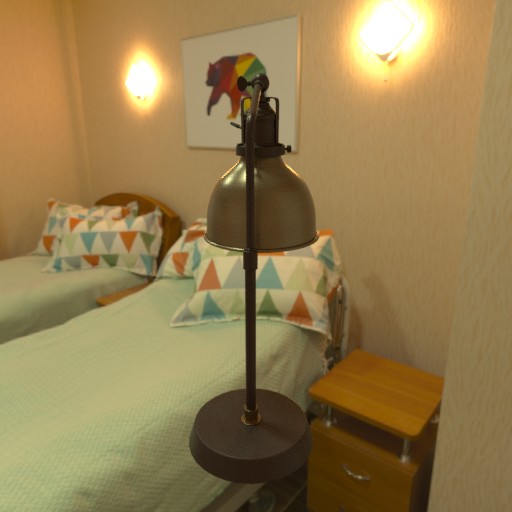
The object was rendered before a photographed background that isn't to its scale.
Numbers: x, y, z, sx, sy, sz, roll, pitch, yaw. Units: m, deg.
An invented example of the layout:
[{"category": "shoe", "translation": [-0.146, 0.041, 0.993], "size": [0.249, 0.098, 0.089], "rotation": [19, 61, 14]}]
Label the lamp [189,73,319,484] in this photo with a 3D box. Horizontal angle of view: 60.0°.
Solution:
[{"category": "lamp", "translation": [0.000, 0.000, 0.595], "size": [0.175, 0.469, 0.298], "rotation": [3, 16, 9]}]
